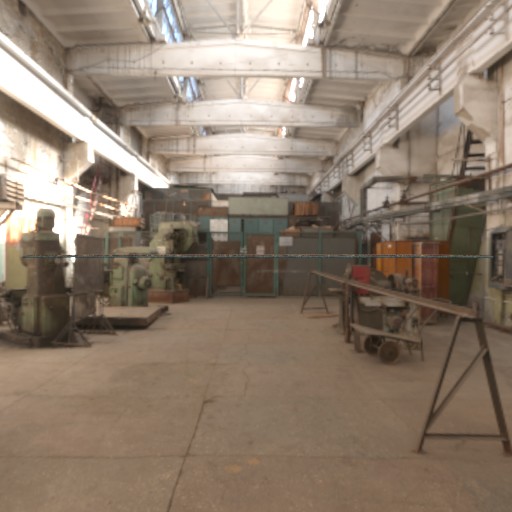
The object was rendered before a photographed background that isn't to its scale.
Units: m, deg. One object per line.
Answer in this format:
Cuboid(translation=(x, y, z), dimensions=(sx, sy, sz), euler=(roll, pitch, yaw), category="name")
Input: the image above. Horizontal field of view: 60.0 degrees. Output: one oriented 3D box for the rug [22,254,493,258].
Cuboid(translation=(0.000, 0.000, 2.495), dimensions=(2.292, 0.014, 0.685), euler=(0, 0, 2), category="rug")
